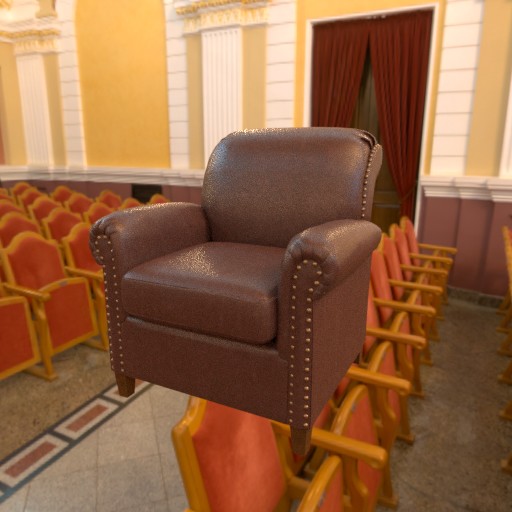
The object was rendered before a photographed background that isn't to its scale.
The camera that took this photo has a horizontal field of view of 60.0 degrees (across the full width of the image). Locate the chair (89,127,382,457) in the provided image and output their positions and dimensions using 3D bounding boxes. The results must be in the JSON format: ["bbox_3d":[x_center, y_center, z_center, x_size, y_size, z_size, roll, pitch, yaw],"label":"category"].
[{"bbox_3d":[0.000,0.000,1.626,0.854,0.927,0.890,7,16,26],"label":"chair"}]
